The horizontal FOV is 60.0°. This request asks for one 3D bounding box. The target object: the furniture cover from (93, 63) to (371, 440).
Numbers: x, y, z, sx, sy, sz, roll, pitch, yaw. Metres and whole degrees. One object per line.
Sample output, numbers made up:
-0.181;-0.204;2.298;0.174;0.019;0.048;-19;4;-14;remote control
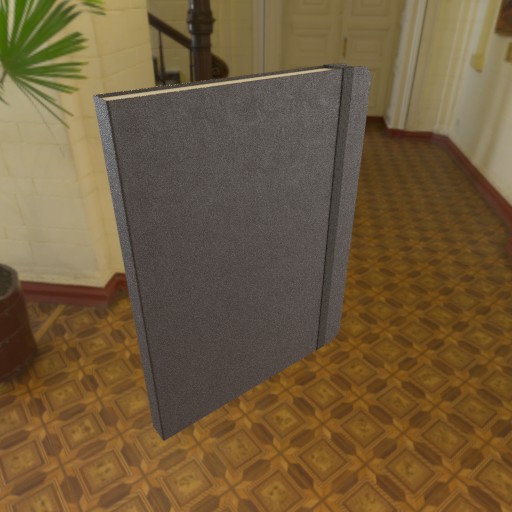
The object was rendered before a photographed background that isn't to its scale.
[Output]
0.000;0.000;0.369;0.216;0.281;0.023;-22;37;-32;furniture cover
